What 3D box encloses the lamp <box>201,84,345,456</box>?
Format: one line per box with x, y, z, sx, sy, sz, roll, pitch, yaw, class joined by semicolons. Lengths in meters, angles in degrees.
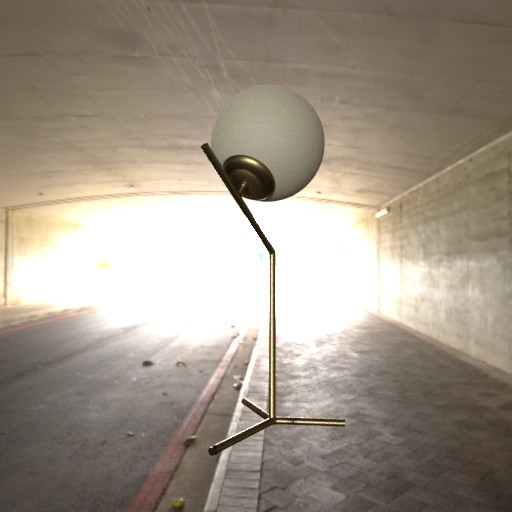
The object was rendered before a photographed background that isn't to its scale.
0.000;0.000;0.698;0.210;0.552;0.251;-1;-2;35;lamp
